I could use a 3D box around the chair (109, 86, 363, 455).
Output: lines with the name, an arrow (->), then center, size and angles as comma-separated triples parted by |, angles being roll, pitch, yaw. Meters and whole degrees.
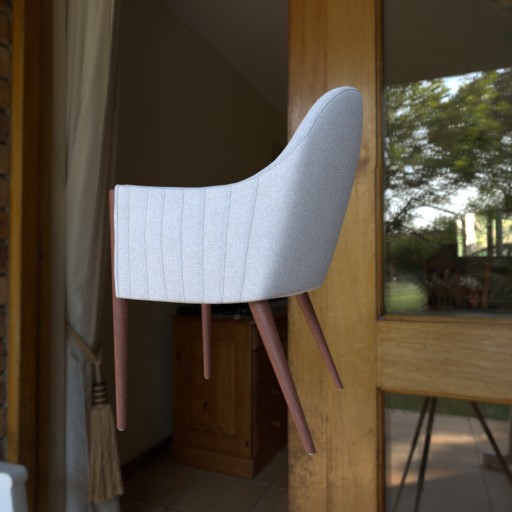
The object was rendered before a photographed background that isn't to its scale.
chair -> 0.000, 0.000, 1.310 | 0.620, 0.889, 0.610 | 0, -1, 17
